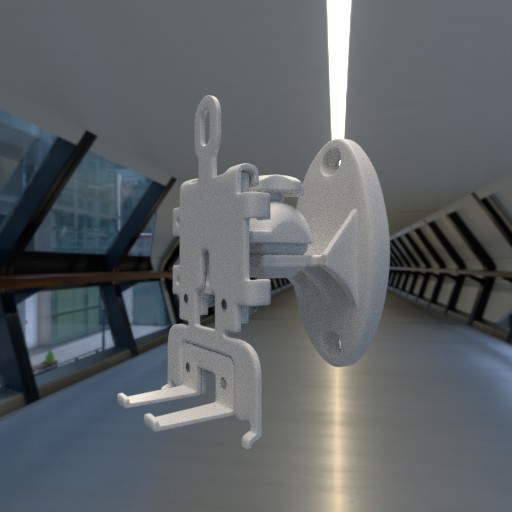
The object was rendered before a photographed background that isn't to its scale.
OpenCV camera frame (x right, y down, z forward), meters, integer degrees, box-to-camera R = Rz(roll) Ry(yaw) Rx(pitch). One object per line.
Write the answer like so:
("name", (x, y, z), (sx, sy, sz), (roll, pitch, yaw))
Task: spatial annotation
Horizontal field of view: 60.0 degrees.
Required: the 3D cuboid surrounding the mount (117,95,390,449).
("mount", (0.000, 0.000, 0.177), (0.100, 0.118, 0.066), (0, 0, -35))
